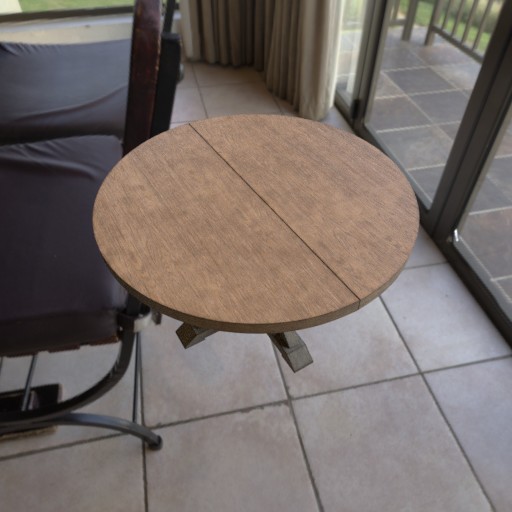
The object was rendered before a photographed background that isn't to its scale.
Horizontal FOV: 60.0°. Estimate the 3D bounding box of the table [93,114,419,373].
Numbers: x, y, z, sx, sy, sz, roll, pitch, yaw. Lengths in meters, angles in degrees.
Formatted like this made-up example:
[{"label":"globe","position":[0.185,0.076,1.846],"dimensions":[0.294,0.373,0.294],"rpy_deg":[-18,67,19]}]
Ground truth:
[{"label":"table","position":[0.000,0.000,2.183],"dimensions":[1.363,0.781,1.363],"rpy_deg":[0,46,0]}]
